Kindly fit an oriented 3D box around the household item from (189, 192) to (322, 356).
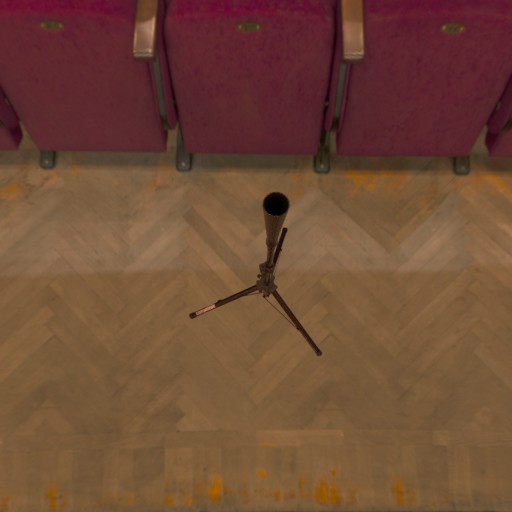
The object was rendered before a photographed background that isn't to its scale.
[{"bbox_3d":[0.000,0.000,1.405,0.559,1.067,0.559,1,74,0],"label":"household item"}]
